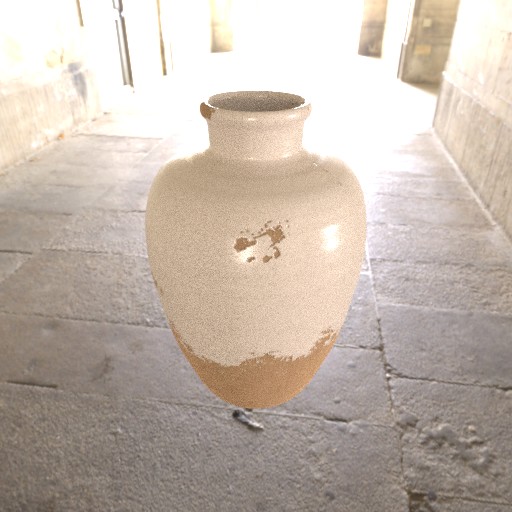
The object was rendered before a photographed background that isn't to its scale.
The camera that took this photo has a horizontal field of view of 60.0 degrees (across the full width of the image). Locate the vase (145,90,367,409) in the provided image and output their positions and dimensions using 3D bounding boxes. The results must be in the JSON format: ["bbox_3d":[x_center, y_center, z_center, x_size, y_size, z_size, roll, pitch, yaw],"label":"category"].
[{"bbox_3d":[0.000,0.000,0.337,0.158,0.228,0.158,0,31,0],"label":"vase"}]
